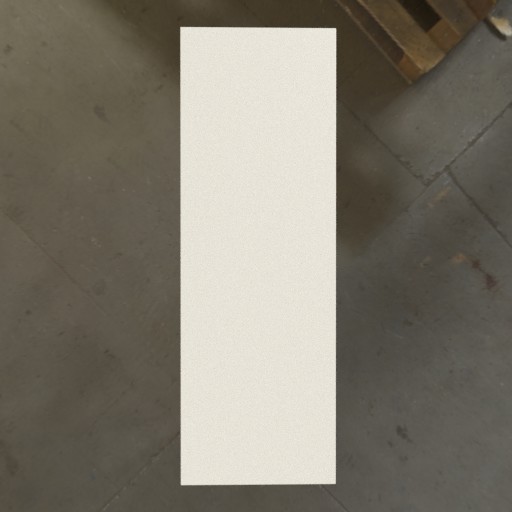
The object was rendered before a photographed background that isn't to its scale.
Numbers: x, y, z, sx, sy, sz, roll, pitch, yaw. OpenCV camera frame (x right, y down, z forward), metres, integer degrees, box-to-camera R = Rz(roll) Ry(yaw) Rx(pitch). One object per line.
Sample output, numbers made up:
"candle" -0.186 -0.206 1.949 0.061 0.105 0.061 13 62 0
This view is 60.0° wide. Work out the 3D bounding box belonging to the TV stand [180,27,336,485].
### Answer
"TV stand" 0.000 0.000 1.563 0.406 0.812 1.193 0 90 -1
